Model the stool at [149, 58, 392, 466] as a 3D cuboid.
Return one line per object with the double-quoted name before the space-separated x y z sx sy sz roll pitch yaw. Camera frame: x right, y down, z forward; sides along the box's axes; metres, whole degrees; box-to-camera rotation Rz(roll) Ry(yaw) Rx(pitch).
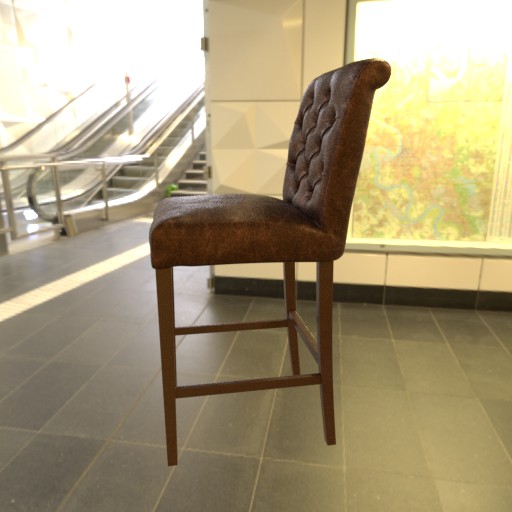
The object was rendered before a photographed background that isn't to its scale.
"stool" 0.000 0.000 1.461 0.659 1.168 0.483 -3 16 -10
